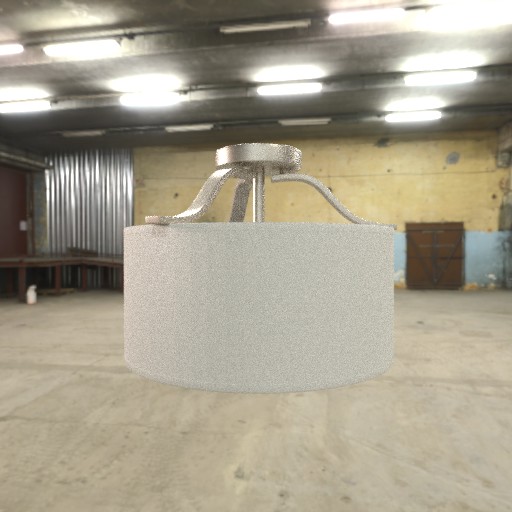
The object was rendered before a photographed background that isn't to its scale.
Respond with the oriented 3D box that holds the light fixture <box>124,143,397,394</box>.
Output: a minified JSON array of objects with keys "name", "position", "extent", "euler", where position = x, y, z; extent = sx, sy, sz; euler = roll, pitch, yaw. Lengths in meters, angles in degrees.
[{"name":"light fixture","position":[0.000,0.000,0.650],"extent":[0.395,0.304,0.395],"euler":[0,1,0]}]
